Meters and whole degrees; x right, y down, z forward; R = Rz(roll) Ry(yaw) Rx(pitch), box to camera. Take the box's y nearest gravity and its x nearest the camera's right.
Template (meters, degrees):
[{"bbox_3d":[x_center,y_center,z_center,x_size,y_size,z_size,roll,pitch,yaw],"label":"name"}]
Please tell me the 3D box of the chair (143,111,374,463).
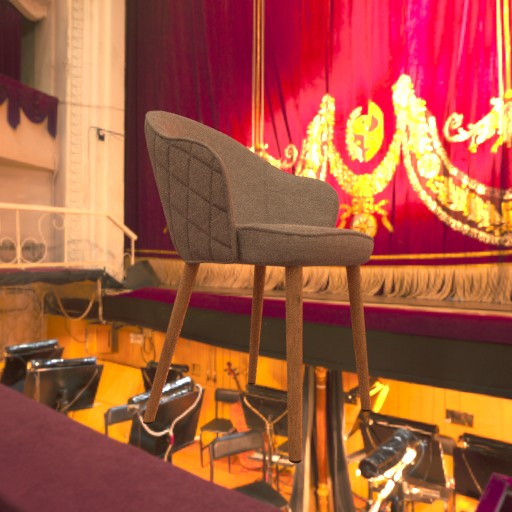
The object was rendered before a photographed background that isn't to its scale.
[{"bbox_3d":[0.000,0.000,1.139,0.530,0.800,0.540,-1,-1,36],"label":"chair"}]
